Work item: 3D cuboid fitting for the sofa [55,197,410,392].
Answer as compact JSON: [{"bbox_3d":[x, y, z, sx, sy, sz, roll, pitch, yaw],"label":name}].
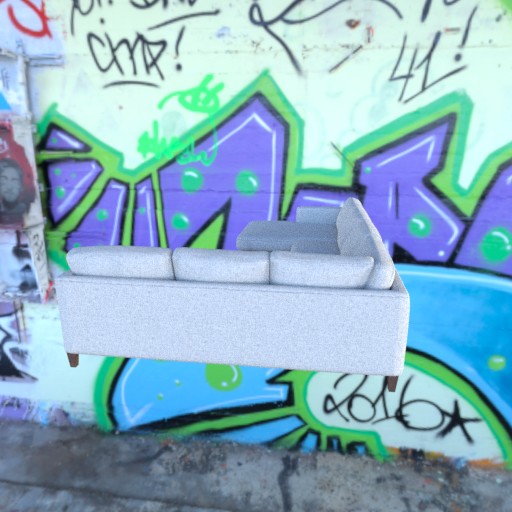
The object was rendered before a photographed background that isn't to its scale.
[{"bbox_3d":[0.000,0.000,4.798,2.593,0.959,3.460,2,16,8],"label":"sofa"}]
